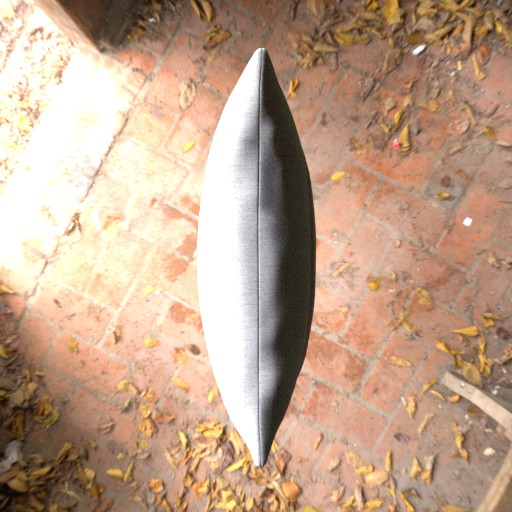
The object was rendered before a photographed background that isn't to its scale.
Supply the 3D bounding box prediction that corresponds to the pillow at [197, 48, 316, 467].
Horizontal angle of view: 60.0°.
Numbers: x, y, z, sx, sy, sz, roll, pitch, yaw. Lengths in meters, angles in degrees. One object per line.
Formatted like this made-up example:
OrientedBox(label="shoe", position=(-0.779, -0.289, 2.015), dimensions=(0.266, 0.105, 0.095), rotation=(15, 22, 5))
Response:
OrientedBox(label="pillow", position=(0.000, 0.000, 0.672), dimensions=(0.173, 0.436, 0.433), rotation=(0, 91, 1))
